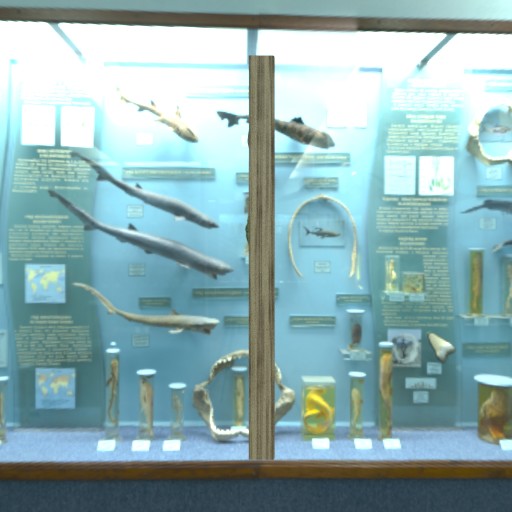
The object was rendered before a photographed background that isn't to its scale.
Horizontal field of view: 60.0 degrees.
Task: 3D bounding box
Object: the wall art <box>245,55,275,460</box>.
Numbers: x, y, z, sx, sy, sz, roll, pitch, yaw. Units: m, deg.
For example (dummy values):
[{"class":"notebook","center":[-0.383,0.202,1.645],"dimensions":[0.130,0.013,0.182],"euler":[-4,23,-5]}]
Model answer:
[{"class":"wall art","center":[0.000,0.000,1.089],"dimensions":[0.063,0.609,0.841],"euler":[0,0,0]}]
